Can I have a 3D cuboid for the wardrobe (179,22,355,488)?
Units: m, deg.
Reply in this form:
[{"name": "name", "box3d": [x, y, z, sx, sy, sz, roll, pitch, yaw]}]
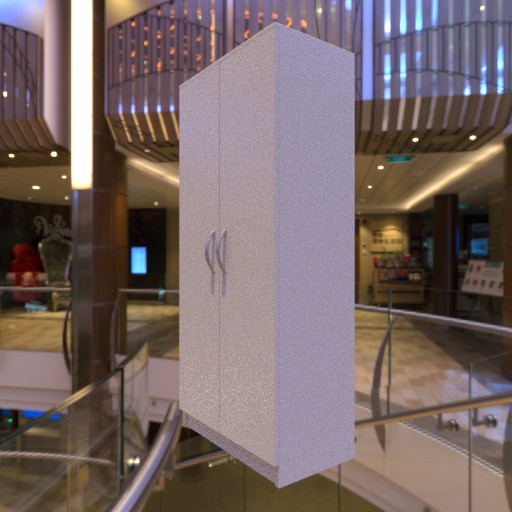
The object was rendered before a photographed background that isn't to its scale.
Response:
[{"name": "wardrobe", "box3d": [0.000, 0.000, 2.030, 0.470, 1.700, 0.760, 0, 0, -36]}]
